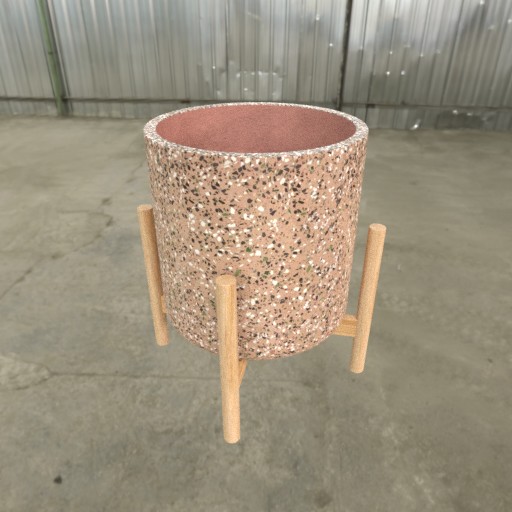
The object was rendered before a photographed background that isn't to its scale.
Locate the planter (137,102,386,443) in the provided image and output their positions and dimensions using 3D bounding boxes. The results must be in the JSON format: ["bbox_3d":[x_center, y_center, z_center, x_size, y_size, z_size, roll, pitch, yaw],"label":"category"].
[{"bbox_3d":[0.000,0.000,0.714,0.360,0.419,0.360,18,35,29],"label":"planter"}]
